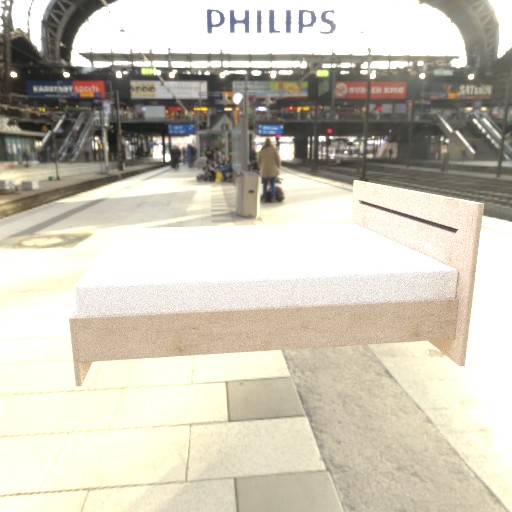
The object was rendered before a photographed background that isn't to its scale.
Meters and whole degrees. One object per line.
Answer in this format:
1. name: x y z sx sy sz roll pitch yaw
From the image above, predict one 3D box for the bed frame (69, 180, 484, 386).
1. bed frame: 0.000 0.000 3.072 2.080 0.900 1.800 -2 14 -8
